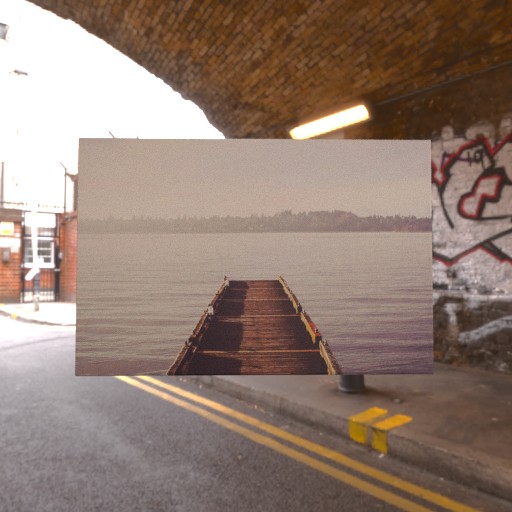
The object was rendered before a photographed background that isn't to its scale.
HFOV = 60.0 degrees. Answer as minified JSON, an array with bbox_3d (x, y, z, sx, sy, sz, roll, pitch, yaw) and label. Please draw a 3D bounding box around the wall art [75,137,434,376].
[{"bbox_3d":[0.000,0.000,0.777,0.615,0.410,0.021,0,-2,-1],"label":"wall art"}]
